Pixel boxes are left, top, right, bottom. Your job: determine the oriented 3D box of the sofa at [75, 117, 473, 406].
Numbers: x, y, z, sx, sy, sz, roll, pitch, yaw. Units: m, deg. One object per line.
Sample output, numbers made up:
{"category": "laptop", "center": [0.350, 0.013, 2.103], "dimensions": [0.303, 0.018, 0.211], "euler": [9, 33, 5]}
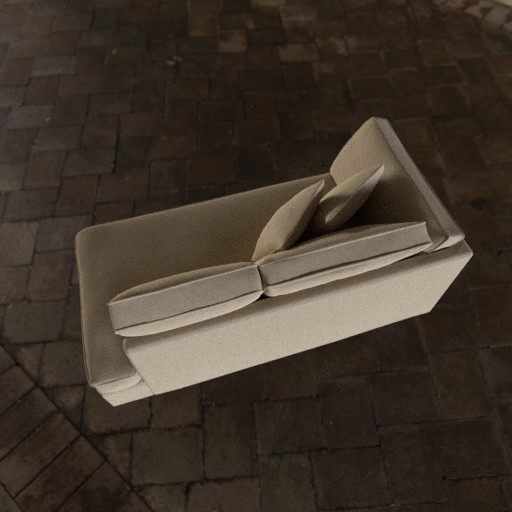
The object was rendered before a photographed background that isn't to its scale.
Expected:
{"category": "sofa", "center": [0.000, 0.000, 2.835], "dimensions": [2.237, 1.033, 1.110], "euler": [-15, 59, -9]}
